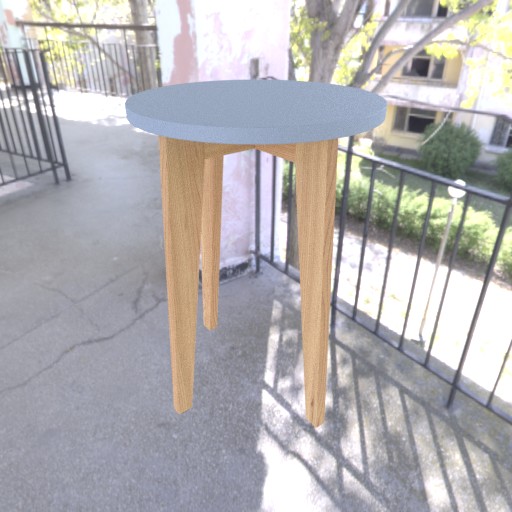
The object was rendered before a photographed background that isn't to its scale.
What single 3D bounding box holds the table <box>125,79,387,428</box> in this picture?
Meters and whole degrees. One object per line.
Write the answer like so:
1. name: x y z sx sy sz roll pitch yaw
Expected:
1. table: 0.000 0.000 0.732 0.350 0.500 0.350 0 29 0
